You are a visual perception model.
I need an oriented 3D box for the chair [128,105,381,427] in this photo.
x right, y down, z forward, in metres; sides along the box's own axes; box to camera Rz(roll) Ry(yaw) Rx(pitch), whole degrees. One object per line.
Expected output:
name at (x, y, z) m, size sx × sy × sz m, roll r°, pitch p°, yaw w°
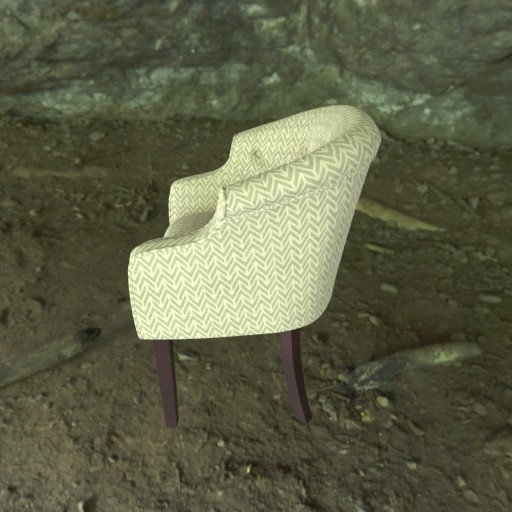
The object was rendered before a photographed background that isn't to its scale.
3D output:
chair at (0.000, 0.000, 1.341) m, size 0.613 × 0.858 × 0.686 m, roll 0°, pitch 26°, yaw 0°
